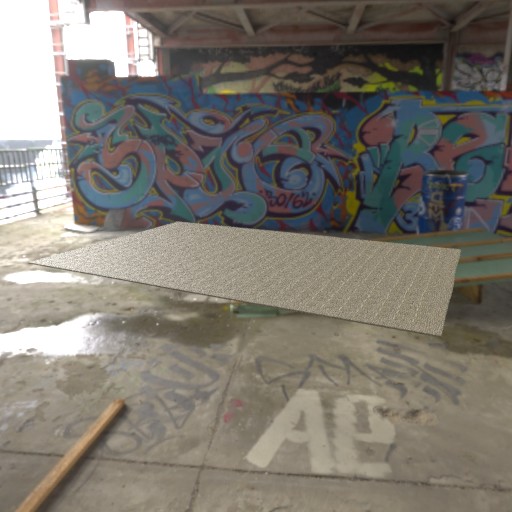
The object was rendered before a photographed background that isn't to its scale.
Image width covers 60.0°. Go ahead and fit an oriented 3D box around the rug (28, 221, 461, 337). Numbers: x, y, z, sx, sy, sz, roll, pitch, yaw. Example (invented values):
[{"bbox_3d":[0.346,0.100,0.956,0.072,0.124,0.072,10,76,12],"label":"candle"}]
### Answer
[{"bbox_3d":[0.000,0.000,2.123,1.747,0.006,1.143,7,16,26],"label":"rug"}]
